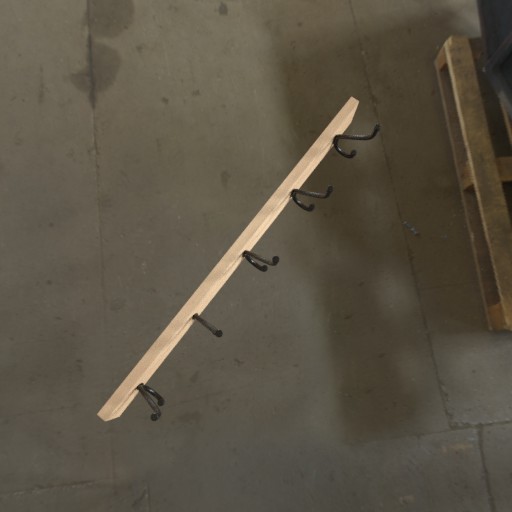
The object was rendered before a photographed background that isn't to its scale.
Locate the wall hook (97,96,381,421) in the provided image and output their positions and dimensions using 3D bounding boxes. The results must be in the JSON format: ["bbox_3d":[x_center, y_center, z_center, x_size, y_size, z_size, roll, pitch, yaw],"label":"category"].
[{"bbox_3d":[0.000,0.000,0.611,0.071,0.117,0.571,36,78,9],"label":"wall hook"}]
